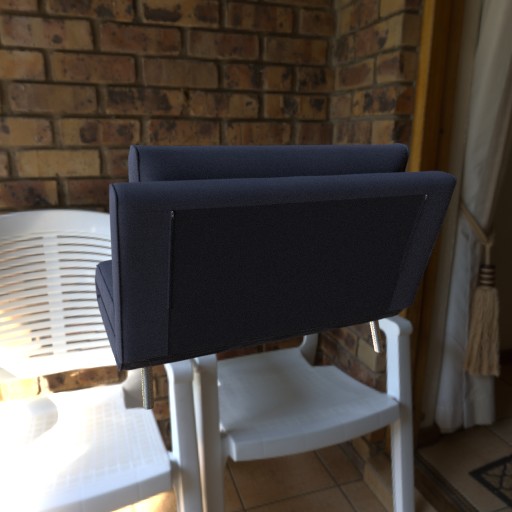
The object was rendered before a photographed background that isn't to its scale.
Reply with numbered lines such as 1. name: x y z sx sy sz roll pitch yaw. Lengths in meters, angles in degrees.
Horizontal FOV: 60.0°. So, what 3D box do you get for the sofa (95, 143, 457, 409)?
1. sofa: 0.000 0.000 1.843 1.220 0.910 0.910 -7 16 -24
